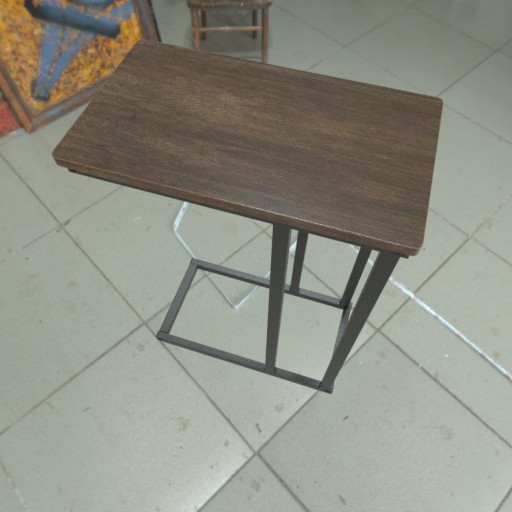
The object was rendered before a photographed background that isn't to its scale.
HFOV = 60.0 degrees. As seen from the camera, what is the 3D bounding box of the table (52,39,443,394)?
[{"bbox_3d":[0.000,0.000,0.839,0.450,0.637,0.254,15,60,9],"label":"table"}]
